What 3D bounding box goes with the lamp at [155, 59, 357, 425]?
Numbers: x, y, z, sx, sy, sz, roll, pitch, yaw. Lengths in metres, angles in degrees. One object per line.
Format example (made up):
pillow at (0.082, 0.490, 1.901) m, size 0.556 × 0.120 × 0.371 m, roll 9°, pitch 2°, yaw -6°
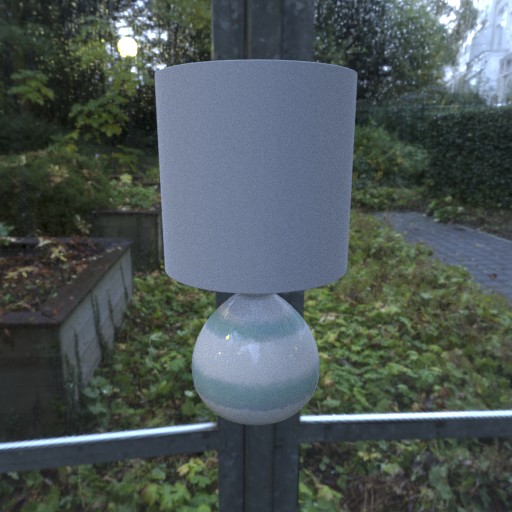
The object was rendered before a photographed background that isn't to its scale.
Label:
lamp at (0.000, 0.000, 0.535) m, size 0.217 × 0.404 × 0.217 m, roll 2°, pitch 15°, yaw 9°
